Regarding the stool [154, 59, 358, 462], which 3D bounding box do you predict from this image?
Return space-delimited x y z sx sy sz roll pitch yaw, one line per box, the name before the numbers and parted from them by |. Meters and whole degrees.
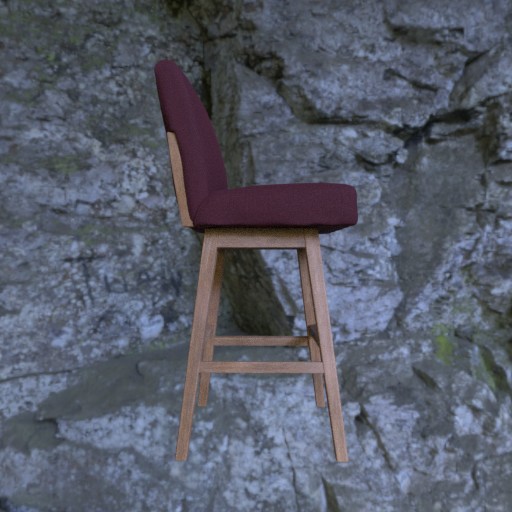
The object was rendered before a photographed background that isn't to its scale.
stool | 0.000 0.000 1.404 0.562 1.093 0.468 0 0 1
